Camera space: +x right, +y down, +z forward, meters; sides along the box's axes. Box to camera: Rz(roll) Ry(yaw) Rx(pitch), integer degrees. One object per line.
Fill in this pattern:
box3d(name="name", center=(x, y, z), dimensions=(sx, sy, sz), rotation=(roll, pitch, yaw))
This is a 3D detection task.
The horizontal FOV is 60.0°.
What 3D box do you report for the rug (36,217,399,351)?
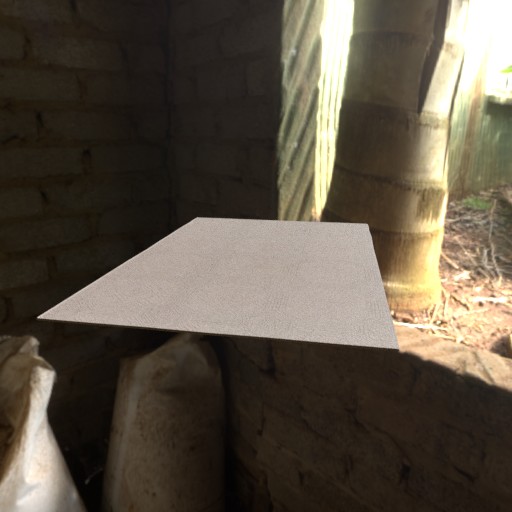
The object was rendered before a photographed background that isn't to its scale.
box3d(name="rug", center=(0.000, 0.000, 2.312), dimensions=(1.236, 0.009, 1.839), rotation=(3, 17, 10))
